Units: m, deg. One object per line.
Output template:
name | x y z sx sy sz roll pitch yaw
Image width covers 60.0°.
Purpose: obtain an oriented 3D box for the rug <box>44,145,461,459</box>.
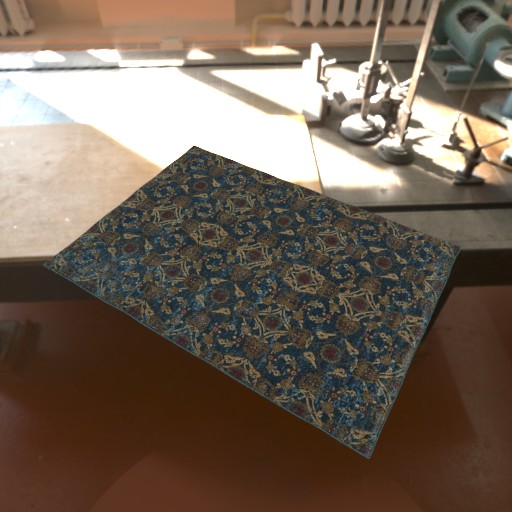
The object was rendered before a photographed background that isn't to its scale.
rug | 0.000 0.000 4.269 3.291 0.013 2.337 25 53 21
